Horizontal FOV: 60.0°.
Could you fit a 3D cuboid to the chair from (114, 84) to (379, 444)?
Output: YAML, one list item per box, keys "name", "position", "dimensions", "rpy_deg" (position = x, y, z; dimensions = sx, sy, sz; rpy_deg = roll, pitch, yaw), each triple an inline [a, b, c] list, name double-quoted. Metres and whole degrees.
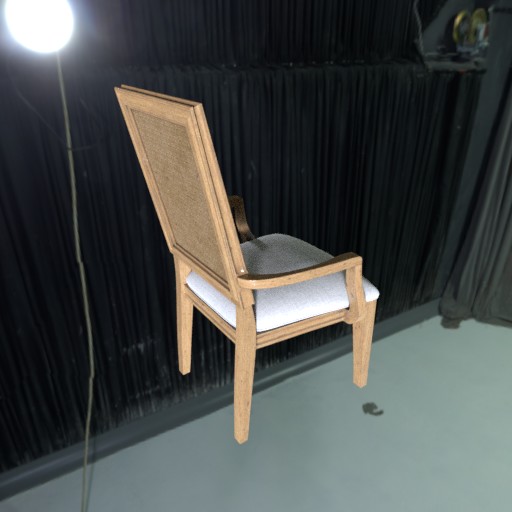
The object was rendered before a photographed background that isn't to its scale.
- name: "chair"
  position: [0.000, 0.000, 1.366]
  dimensions: [0.602, 0.990, 0.606]
  rpy_deg: [-18, 32, -31]
